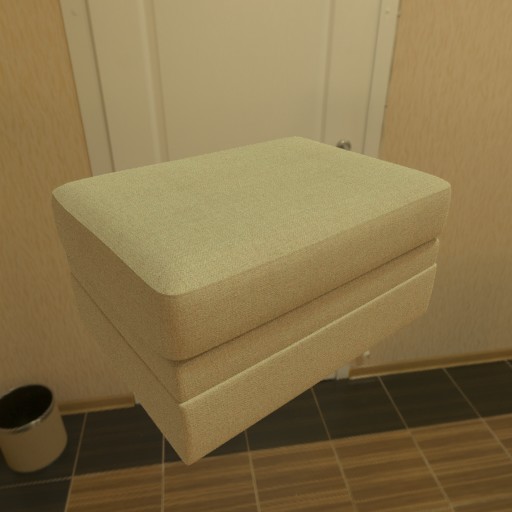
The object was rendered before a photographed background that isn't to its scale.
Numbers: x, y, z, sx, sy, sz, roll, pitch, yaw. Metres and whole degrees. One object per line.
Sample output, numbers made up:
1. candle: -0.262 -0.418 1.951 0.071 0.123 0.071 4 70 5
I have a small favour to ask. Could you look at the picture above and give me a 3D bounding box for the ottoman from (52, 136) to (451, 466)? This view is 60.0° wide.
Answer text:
1. ottoman: 0.000 0.000 1.225 0.885 0.478 0.637 -21 35 -33
